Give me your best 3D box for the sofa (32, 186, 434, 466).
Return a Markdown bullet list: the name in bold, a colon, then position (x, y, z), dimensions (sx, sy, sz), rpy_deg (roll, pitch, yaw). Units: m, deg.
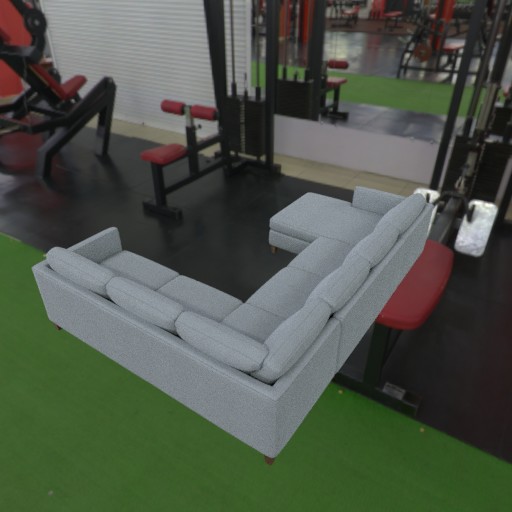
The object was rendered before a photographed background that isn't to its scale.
- **sofa**: position (0.000, 0.000, 4.460), dimensions (2.551, 0.853, 3.238), rpy_deg (21, 38, 29)
